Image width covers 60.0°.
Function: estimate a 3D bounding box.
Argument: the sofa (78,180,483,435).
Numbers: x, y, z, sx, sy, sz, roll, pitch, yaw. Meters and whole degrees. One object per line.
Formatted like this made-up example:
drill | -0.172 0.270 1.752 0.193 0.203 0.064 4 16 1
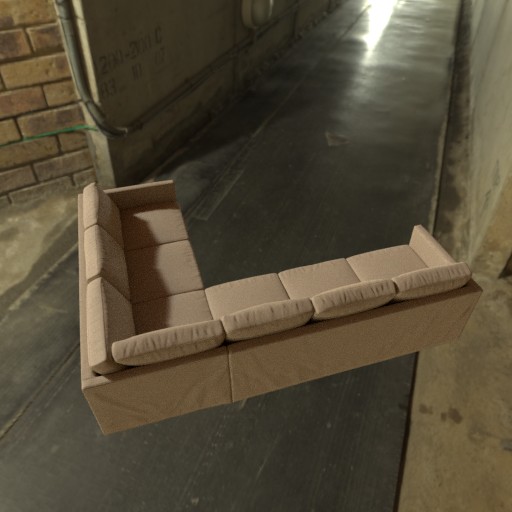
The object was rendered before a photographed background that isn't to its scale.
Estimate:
sofa | 0.000 0.000 4.308 3.182 0.871 2.432 -12 43 -13
